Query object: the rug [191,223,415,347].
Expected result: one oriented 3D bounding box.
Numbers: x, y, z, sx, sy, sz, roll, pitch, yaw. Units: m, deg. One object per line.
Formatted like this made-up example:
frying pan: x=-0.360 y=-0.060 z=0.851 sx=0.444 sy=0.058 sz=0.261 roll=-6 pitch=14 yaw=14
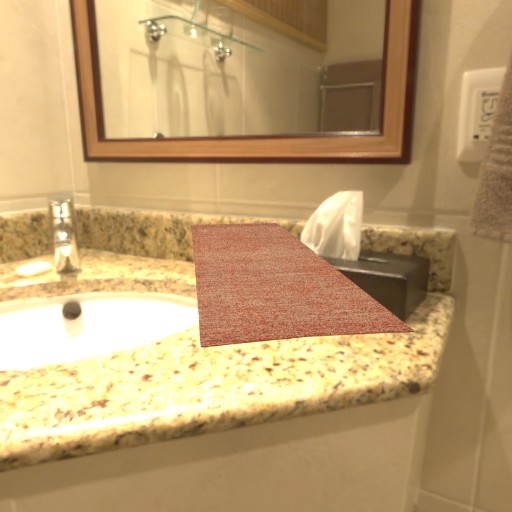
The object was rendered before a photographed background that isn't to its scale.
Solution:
rug: x=0.000 y=0.000 z=2.553 sx=0.718 sy=0.013 sz=2.353 roll=-2 pitch=13 yaw=-9
